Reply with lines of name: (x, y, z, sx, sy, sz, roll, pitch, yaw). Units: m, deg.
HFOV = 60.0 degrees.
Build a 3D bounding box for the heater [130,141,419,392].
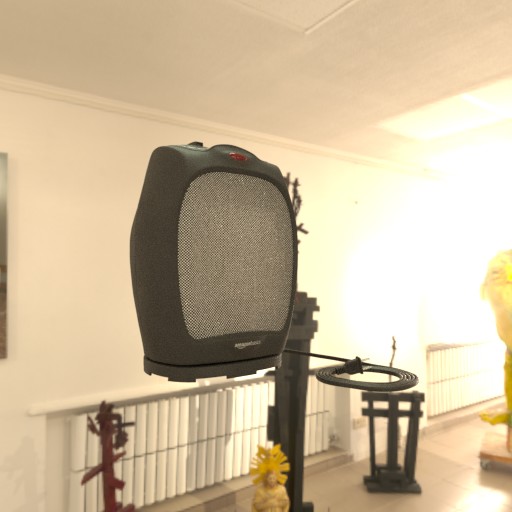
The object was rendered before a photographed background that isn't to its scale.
heater: (0.000, 0.000, 0.491, 0.239, 0.255, 0.291, 1, -2, -35)
